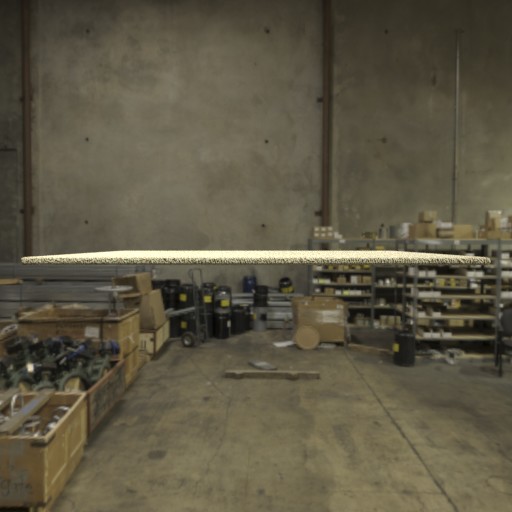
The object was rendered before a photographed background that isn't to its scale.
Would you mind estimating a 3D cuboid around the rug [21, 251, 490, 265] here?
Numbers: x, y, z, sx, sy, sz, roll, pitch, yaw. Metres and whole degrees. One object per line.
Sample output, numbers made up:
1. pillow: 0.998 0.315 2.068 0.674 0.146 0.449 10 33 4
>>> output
1. rug: 0.000 0.000 2.274 1.778 0.030 1.219 0 2 1
